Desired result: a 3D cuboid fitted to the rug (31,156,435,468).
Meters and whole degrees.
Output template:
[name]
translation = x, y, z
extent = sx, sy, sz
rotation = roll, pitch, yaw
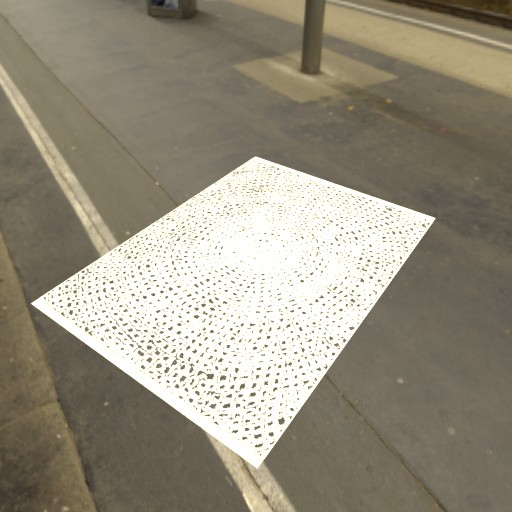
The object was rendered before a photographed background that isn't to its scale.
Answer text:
[rug]
translation = 0.000, 0.000, 2.132
extent = 1.190, 0.003, 1.634
rotation = 25, 46, 27
